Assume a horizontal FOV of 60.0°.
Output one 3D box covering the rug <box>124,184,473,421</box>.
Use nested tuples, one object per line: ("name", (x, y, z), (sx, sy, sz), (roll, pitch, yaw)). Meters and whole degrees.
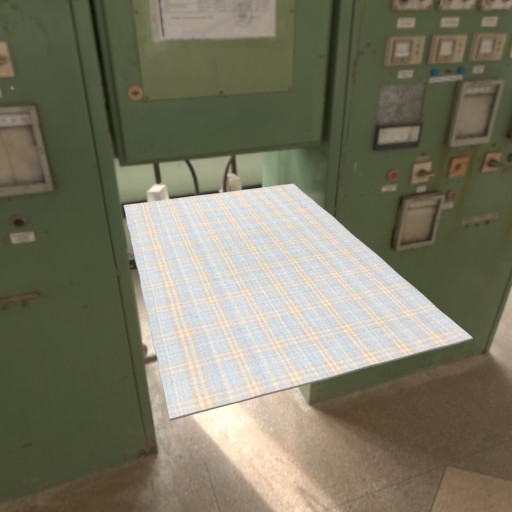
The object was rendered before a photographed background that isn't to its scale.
("rug", (0.000, 0.000, 2.357), (1.231, 0.012, 1.835), (-10, 31, -16))
